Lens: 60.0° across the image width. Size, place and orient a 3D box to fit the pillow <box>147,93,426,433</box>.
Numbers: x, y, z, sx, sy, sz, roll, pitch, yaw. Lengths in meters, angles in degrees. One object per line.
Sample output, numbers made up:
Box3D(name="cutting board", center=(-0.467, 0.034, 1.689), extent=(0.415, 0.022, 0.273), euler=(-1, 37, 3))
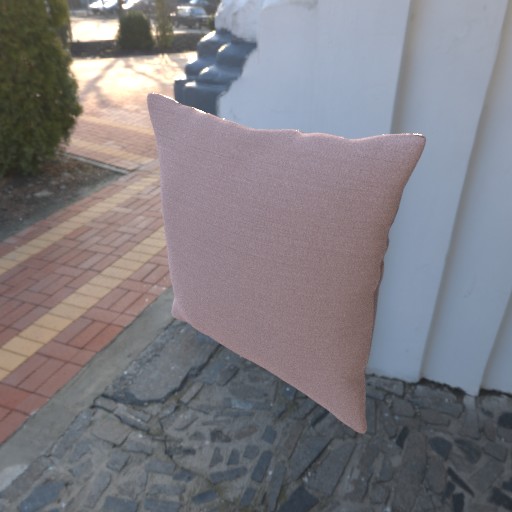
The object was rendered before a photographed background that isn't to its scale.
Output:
Box3D(name="pillow", center=(0.000, 0.000, 0.720), extent=(0.470, 0.464, 0.175), euler=(22, 37, 34))
